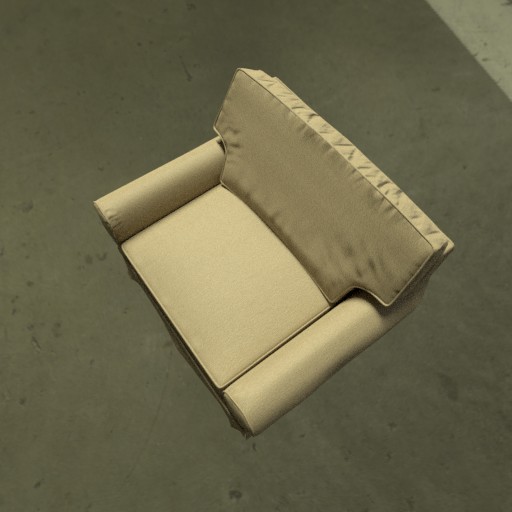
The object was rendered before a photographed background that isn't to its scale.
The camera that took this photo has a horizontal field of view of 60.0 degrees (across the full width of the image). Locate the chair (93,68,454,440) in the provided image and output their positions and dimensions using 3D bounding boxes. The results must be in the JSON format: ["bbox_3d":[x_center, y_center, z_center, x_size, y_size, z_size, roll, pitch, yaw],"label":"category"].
[{"bbox_3d":[0.000,0.000,1.778,0.903,0.937,1.096,-34,68,-15],"label":"chair"}]
